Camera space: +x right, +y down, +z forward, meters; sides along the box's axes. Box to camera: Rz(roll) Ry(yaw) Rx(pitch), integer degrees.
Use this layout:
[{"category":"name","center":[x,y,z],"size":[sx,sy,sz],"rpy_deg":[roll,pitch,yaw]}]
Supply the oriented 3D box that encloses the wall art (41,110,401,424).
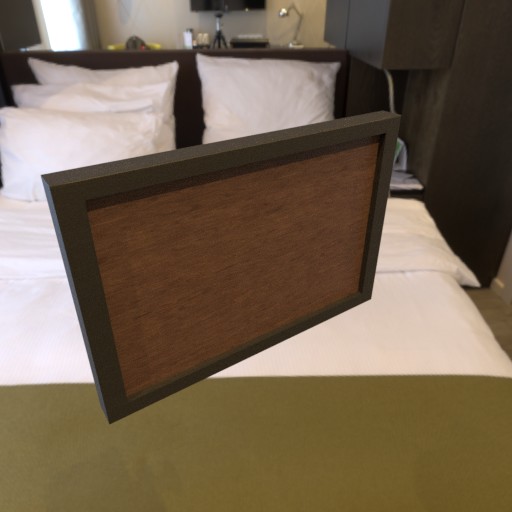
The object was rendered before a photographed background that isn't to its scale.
[{"category":"wall art","center":[0.000,0.000,0.859],"size":[0.671,0.456,0.051],"rpy_deg":[-19,36,-29]}]
